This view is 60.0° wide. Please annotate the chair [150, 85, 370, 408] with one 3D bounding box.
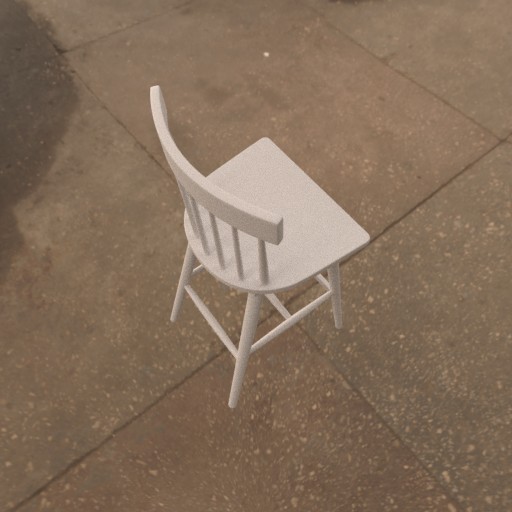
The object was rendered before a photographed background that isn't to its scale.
[{"bbox_3d":[0.000,0.000,1.409,0.572,1.092,0.483,-32,64,-18],"label":"chair"}]
